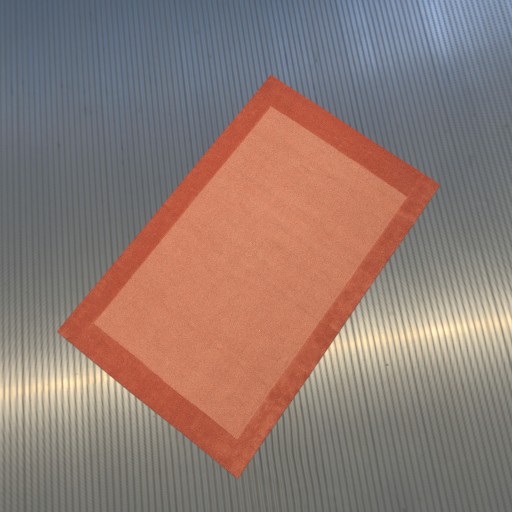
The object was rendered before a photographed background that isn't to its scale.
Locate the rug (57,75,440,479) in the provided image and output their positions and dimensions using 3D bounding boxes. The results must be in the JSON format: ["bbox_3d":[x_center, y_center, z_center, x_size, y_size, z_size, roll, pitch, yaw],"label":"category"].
[{"bbox_3d":[0.000,0.000,3.091,1.524,0.014,2.438,36,79,8],"label":"rug"}]
